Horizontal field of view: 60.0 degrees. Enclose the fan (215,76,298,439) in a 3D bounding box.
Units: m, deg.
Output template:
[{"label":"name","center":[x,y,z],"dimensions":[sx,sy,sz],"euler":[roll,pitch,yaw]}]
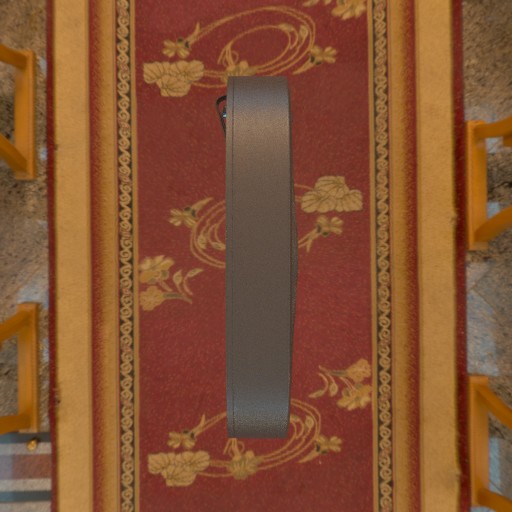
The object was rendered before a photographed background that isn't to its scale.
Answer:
[{"label":"fan","center":[0.000,0.000,0.800],"dimensions":[0.142,0.533,0.526],"euler":[0,91,-1]}]
